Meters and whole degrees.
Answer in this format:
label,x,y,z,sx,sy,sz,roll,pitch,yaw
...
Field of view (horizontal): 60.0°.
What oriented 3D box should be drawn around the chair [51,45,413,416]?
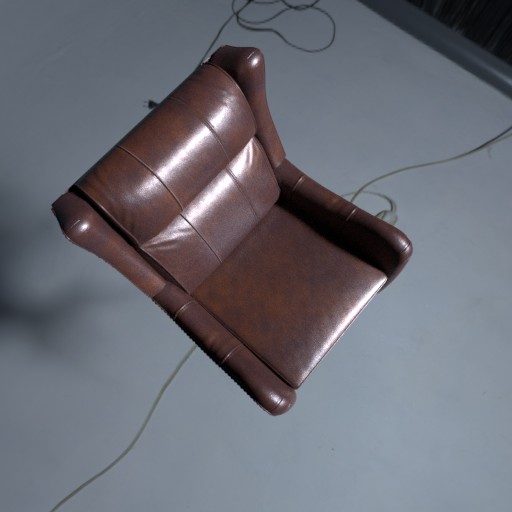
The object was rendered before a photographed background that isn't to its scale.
label,x,y,z,sx,sy,sz,roll,pitch,yaw
chair,0.000,0.000,1.823,1.008,1.084,0.869,40,78,10
